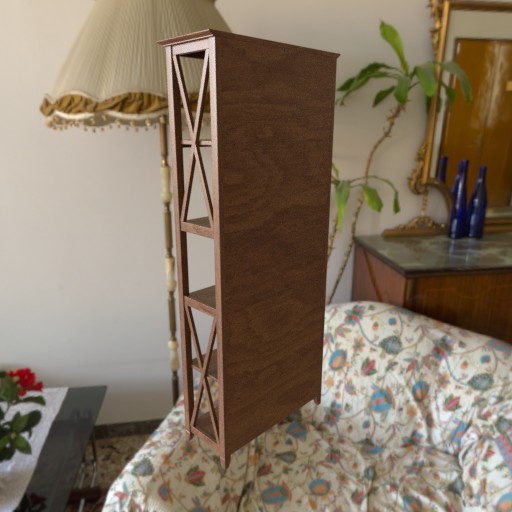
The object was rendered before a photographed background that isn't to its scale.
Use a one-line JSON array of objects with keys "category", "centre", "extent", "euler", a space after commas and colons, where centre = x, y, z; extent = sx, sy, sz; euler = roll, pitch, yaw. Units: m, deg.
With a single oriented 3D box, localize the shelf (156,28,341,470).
[{"category": "shelf", "centre": [0.000, 0.000, 2.216], "extent": [0.335, 1.905, 0.805], "euler": [16, 22, 43]}]
